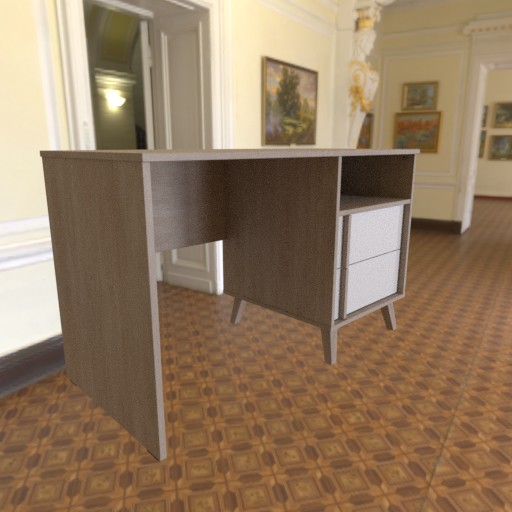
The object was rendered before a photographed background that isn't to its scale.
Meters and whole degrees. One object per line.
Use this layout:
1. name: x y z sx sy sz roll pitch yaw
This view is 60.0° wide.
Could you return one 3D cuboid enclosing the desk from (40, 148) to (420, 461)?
1. desk: 0.000 0.000 1.653 1.251 0.770 0.600 -13 19 -43
